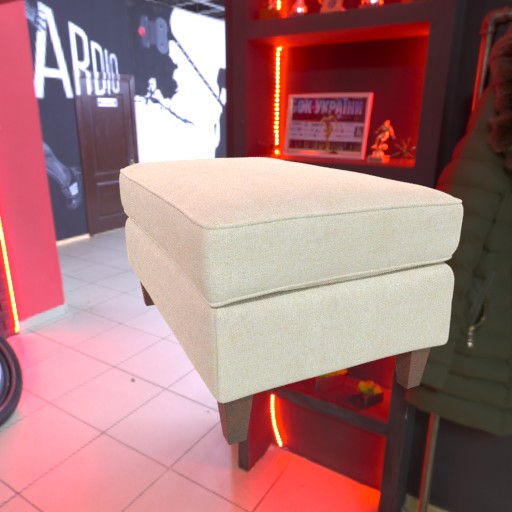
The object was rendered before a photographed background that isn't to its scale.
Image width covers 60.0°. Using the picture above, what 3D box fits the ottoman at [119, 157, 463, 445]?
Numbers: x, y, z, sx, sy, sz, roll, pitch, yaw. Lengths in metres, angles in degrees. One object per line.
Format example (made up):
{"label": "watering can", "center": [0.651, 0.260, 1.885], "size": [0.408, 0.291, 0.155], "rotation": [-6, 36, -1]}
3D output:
{"label": "ottoman", "center": [0.000, 0.000, 1.209], "size": [0.583, 0.484, 0.862], "rotation": [-8, 19, -24]}
